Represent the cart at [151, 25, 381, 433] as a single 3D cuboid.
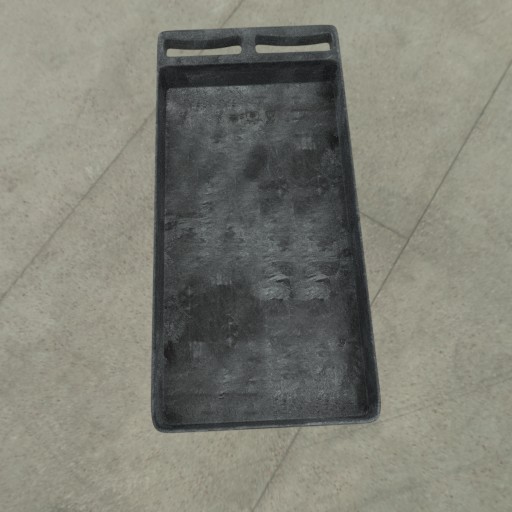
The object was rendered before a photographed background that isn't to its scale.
[{"bbox_3d":[0.000,0.000,1.305,0.420,0.824,0.877,-3,74,-1],"label":"cart"}]
